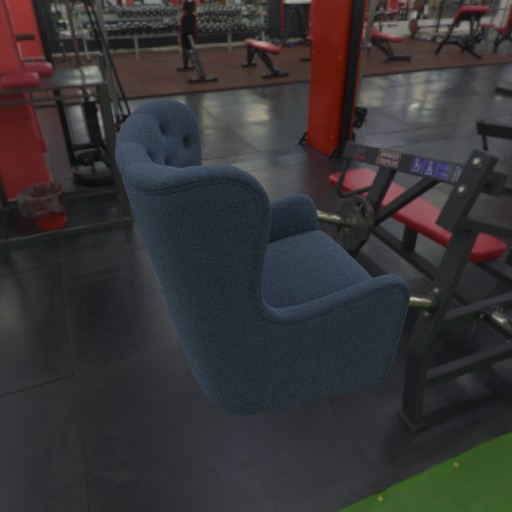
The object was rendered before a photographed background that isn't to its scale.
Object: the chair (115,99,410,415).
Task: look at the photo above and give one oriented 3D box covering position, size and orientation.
[{"bbox_3d":[0.000,0.000,1.759,0.930,1.079,0.831,-11,34,-17],"label":"chair"}]
